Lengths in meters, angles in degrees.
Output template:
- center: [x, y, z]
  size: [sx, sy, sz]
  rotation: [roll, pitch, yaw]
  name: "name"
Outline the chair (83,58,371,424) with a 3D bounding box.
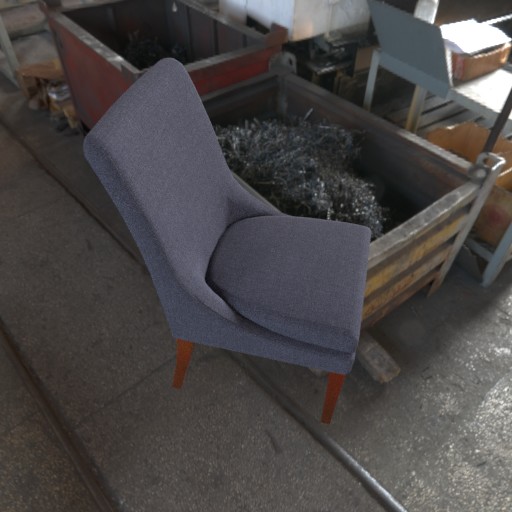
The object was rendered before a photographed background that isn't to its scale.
- center: [0.000, 0.000, 1.325]
  size: [0.655, 0.952, 0.508]
  rotation: [11, 47, 10]
  name: "chair"
